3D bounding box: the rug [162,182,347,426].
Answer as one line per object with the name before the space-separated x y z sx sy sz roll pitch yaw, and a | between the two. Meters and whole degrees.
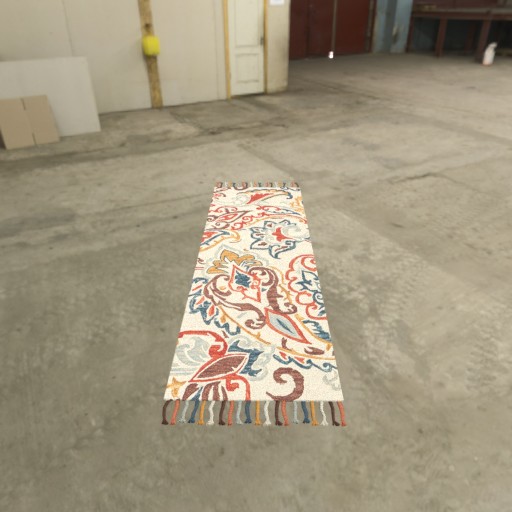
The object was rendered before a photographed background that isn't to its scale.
rug | 0.000 0.000 2.926 0.763 0.015 2.682 0 30 0
